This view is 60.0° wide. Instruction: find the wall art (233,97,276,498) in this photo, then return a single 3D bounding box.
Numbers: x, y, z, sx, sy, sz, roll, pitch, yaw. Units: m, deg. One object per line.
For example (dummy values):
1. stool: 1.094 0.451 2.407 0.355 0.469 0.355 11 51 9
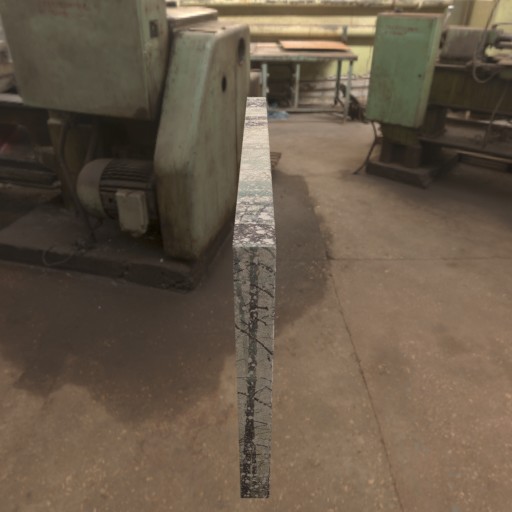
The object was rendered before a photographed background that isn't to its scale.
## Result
1. wall art: 0.000 0.000 0.763 0.042 0.398 0.618 0 31 0
